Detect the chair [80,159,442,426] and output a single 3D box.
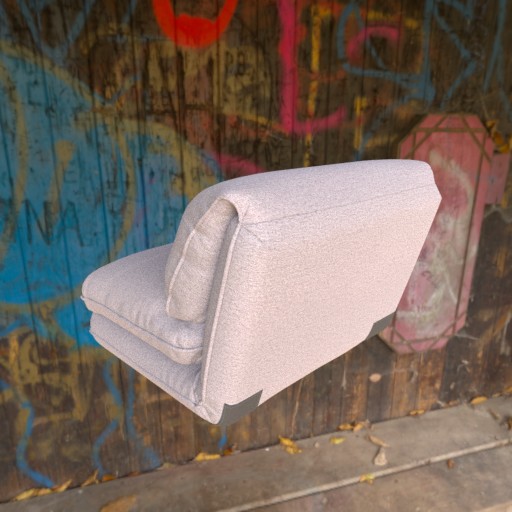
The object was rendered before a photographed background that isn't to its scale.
[{"bbox_3d":[0.000,0.000,1.346,0.820,0.580,0.780,-16,24,-42],"label":"chair"}]
